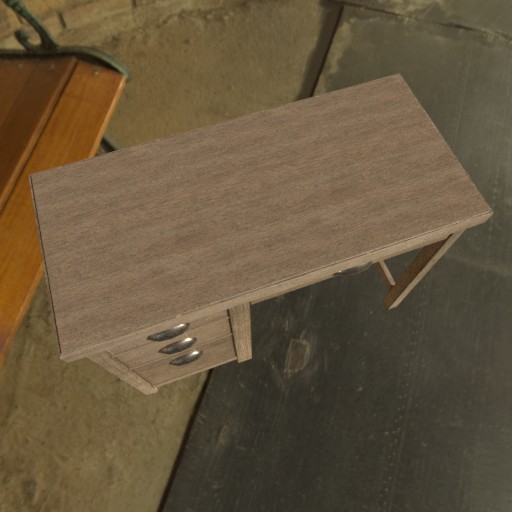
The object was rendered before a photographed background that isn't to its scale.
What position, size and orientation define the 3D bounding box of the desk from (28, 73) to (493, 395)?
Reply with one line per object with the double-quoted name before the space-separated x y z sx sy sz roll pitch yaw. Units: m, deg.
"desk" 0.000 0.000 1.760 1.289 0.912 0.610 -18 66 -8
